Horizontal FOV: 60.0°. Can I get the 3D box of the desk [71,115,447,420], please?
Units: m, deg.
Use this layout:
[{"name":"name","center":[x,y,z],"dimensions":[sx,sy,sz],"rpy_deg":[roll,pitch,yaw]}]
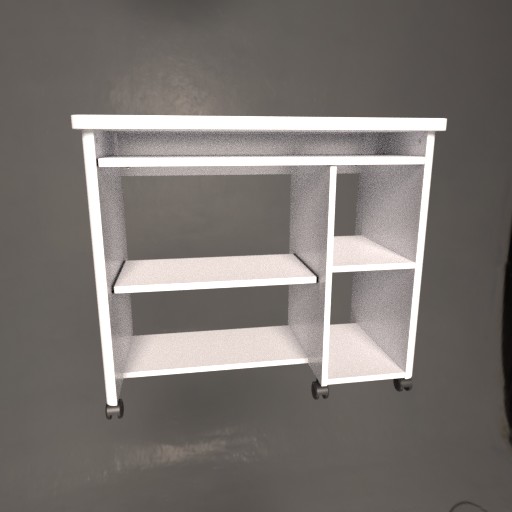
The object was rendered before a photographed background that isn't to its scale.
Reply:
[{"name":"desk","center":[0.000,0.000,1.312],"dimensions":[0.877,0.763,0.475],"rpy_deg":[-2,14,-9]}]
